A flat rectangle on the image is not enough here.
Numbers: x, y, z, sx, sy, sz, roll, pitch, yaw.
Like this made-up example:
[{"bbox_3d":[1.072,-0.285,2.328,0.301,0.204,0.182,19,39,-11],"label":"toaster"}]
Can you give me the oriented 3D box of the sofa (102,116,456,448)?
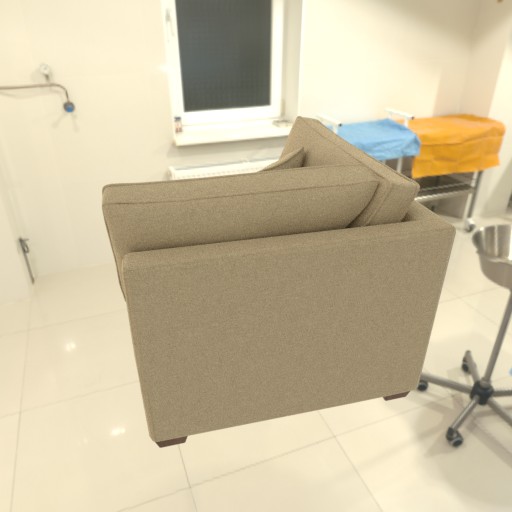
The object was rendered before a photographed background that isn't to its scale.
[{"bbox_3d":[0.000,0.000,1.982,1.146,1.002,1.084,-7,30,-12],"label":"sofa"}]
